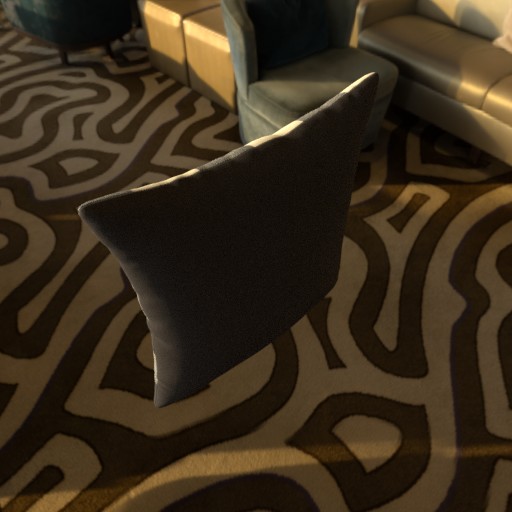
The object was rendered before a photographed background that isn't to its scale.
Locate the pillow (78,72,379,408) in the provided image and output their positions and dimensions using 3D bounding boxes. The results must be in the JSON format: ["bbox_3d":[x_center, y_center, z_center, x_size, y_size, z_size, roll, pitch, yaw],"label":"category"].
[{"bbox_3d":[0.000,0.000,0.781,0.511,0.509,0.161,-32,55,-26],"label":"pillow"}]
